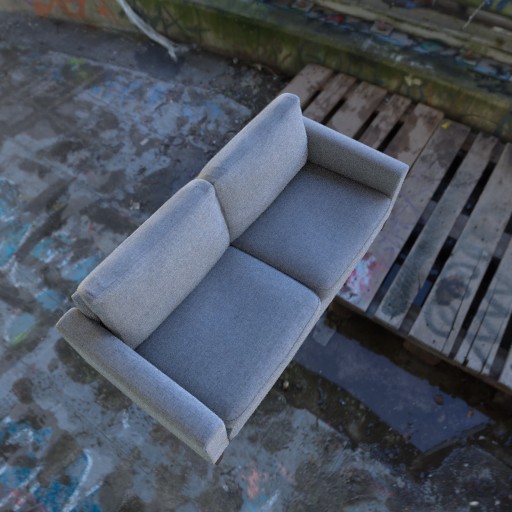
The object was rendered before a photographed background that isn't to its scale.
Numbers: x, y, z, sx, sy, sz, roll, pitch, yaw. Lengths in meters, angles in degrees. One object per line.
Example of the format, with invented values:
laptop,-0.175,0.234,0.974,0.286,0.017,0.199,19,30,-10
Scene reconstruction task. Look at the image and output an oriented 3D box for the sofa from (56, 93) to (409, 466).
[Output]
sofa,0.000,0.000,2.531,0.969,0.892,1.978,31,63,18
